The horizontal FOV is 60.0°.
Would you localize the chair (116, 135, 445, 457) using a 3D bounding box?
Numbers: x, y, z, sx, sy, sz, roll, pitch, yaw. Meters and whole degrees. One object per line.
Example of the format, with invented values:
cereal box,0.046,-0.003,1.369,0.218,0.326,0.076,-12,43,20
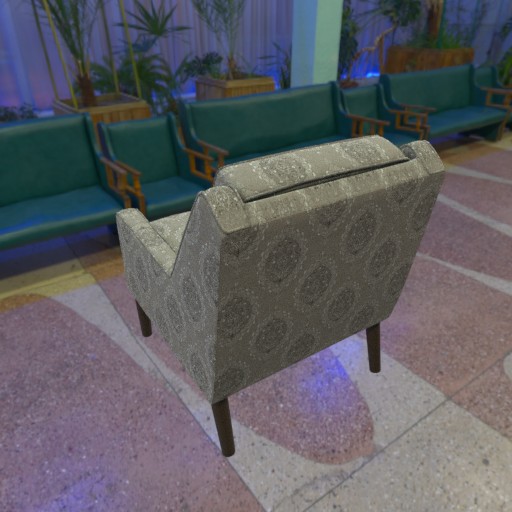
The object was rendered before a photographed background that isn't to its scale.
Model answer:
chair,0.000,0.000,1.381,0.665,0.797,0.750,-18,35,-28
